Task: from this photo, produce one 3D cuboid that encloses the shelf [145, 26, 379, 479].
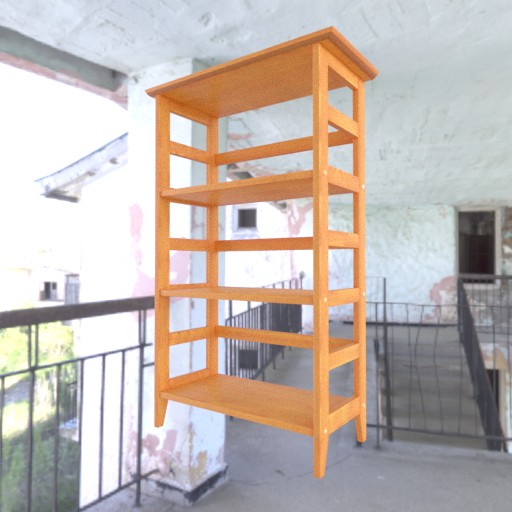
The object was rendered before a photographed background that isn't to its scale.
[{"bbox_3d":[0.000,0.000,1.343,0.660,1.067,0.305,-1,-1,36],"label":"shelf"}]
